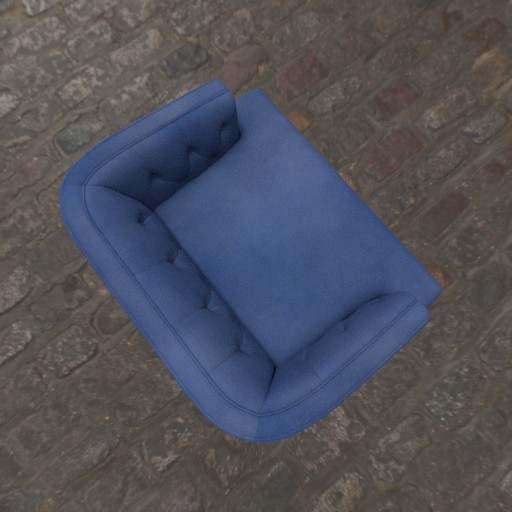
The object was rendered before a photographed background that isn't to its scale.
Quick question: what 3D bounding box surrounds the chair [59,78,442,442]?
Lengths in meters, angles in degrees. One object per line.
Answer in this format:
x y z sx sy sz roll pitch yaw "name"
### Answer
0.000 0.000 1.706 0.914 0.787 1.118 -38 79 -9 "chair"
